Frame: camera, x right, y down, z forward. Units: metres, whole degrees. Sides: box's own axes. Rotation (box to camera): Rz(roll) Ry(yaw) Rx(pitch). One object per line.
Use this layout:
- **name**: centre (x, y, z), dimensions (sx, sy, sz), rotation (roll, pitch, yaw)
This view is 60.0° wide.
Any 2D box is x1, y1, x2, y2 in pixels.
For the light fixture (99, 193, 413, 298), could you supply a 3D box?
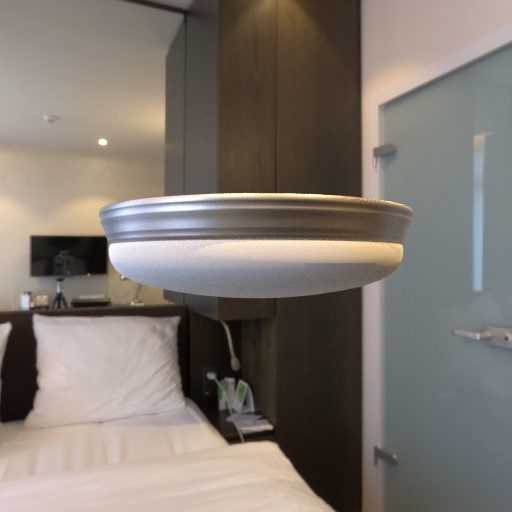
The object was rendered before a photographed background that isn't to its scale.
- **light fixture**: centre (0.000, 0.000, 0.550), dimensions (0.368, 0.100, 0.368), rotation (0, -1, 0)
